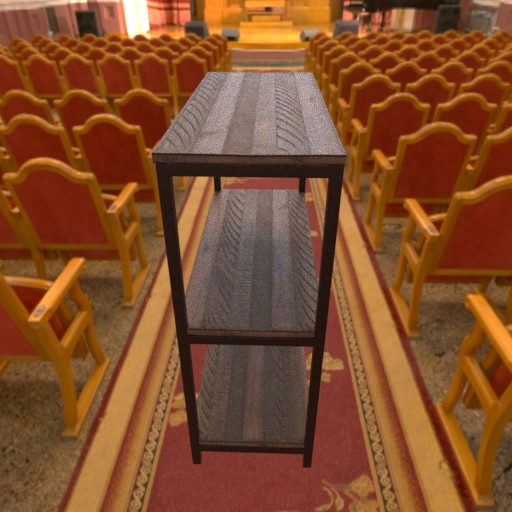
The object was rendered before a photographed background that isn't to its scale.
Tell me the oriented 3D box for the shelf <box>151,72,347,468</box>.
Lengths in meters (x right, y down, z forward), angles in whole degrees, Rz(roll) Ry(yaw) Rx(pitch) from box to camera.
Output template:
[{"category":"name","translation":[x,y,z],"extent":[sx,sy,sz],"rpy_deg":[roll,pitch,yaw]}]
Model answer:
[{"category":"shelf","translation":[0.000,0.000,1.397],"extent":[0.352,0.947,0.822],"rpy_deg":[1,32,2]}]
